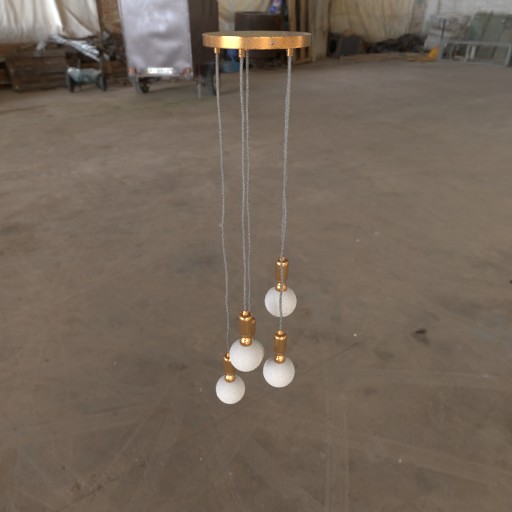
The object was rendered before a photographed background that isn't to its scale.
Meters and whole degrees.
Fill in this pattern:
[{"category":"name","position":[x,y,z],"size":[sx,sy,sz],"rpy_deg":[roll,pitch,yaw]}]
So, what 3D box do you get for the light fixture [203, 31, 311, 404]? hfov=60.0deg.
[{"category":"light fixture","position":[0.000,0.000,0.508],"size":[0.108,0.457,0.105],"rpy_deg":[-7,30,-13]}]
